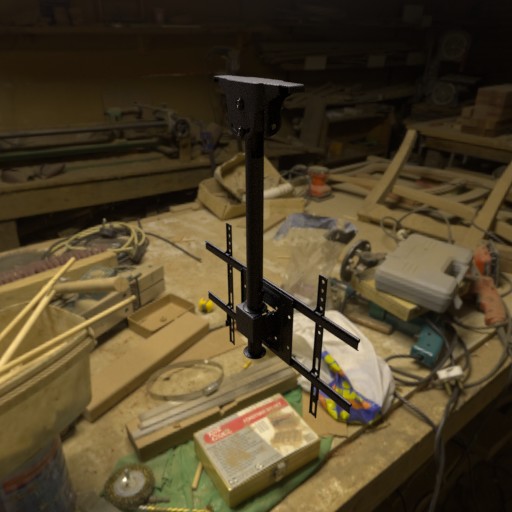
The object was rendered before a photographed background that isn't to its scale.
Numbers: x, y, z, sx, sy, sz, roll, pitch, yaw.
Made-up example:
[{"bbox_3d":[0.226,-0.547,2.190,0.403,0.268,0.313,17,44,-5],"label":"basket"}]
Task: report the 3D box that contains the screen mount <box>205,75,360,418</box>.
[{"bbox_3d":[0.000,0.000,1.046,0.090,0.775,0.595,-18,32,-32],"label":"screen mount"}]
